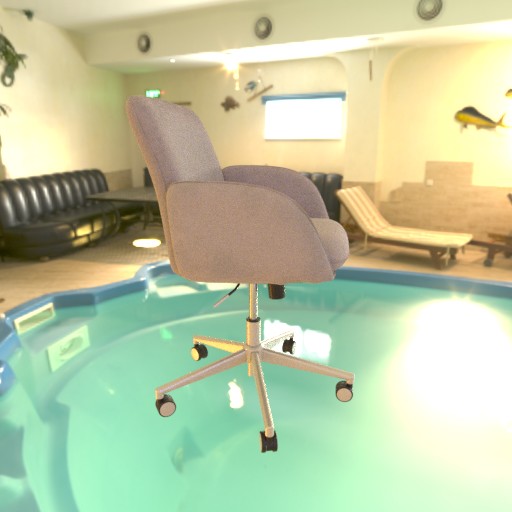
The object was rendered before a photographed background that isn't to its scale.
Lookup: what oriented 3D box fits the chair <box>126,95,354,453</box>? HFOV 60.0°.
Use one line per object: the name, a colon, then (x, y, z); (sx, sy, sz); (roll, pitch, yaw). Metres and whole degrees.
chair: (0.000, 0.000, 1.405); (0.654, 0.959, 0.648); (3, 15, 10)
